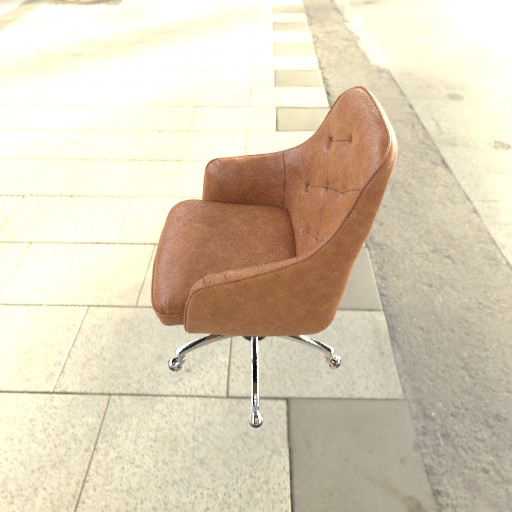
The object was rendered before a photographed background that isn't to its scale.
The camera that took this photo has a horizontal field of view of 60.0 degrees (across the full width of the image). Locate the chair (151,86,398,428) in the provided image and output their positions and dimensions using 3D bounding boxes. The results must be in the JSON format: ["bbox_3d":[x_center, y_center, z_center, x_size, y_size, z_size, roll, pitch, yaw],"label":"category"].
[{"bbox_3d":[0.000,0.000,1.326,0.615,0.909,0.628,0,41,-1],"label":"chair"}]
